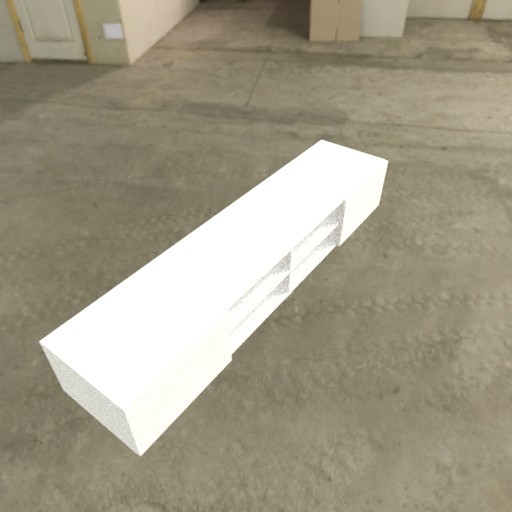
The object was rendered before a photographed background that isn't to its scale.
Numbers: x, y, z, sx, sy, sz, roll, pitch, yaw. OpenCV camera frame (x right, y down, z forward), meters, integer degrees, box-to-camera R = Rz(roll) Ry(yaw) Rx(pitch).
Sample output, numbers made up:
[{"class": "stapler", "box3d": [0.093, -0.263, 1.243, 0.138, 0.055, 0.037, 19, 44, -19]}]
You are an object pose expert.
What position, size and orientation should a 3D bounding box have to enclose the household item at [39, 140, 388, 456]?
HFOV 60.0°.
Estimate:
[{"class": "household item", "box3d": [0.000, 0.000, 2.041, 0.420, 0.310, 1.850, 26, 47, 27]}]
